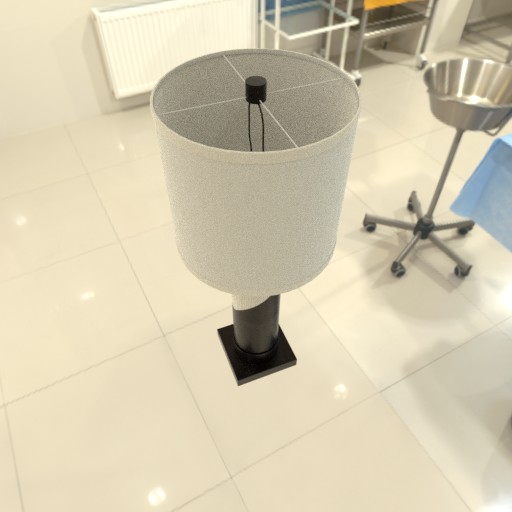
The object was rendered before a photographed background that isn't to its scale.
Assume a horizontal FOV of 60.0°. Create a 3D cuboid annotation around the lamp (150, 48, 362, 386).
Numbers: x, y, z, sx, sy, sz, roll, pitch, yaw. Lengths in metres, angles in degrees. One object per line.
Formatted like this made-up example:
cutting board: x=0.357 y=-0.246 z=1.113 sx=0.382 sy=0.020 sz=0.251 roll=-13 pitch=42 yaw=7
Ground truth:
lamp: x=0.000 y=0.000 z=0.622 sx=0.211 sy=0.509 sz=0.211 roll=-16 pitch=50 yaw=-14
